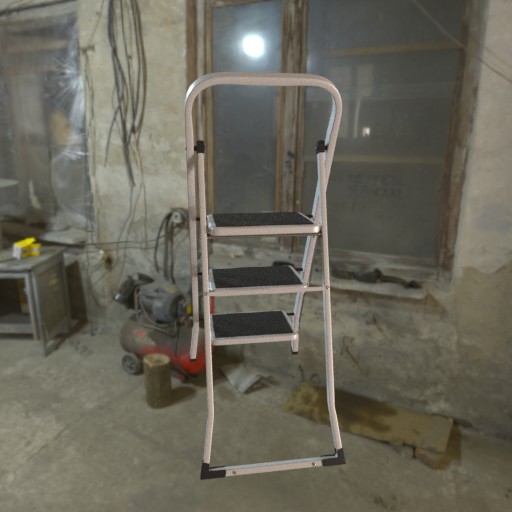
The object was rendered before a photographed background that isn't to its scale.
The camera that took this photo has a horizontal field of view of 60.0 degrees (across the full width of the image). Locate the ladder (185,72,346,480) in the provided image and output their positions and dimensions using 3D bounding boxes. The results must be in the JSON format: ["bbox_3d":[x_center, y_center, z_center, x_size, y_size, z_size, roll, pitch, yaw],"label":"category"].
[{"bbox_3d":[0.000,0.000,1.422,0.460,1.050,0.711,-2,15,-8],"label":"ladder"}]
